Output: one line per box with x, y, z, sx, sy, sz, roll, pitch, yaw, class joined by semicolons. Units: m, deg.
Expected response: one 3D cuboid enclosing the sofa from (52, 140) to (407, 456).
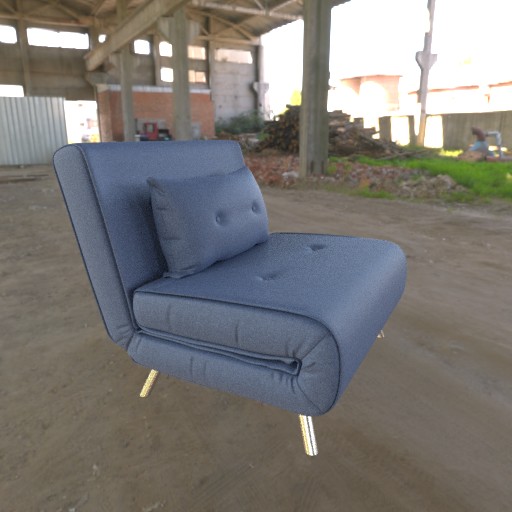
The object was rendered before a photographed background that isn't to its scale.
0.000;0.000;1.721;0.996;0.860;0.999;8;17;27;sofa
